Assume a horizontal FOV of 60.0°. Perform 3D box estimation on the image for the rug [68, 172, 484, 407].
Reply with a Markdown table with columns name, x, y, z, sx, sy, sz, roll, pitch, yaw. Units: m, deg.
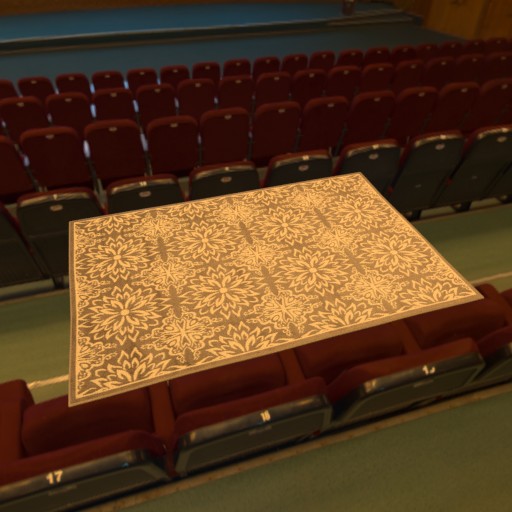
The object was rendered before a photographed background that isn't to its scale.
| name | x | y | z | sx | sy | sz | roll | pitch | yaw |
| --- | --- | --- | --- | --- | --- | --- | --- | --- | --- |
| rug | 0.000 | 0.000 | 2.297 | 1.847 | 0.012 | 1.224 | -12 | 42 | -13 |
